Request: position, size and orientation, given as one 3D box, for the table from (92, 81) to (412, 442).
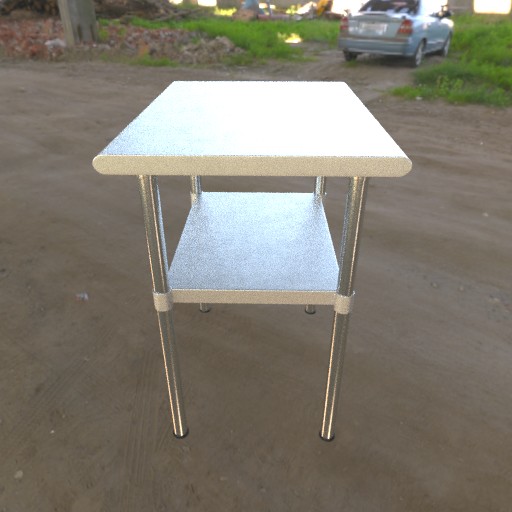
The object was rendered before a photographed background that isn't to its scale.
[{"bbox_3d":[0.000,0.000,1.350,0.584,0.876,0.762,1,31,1],"label":"table"}]
